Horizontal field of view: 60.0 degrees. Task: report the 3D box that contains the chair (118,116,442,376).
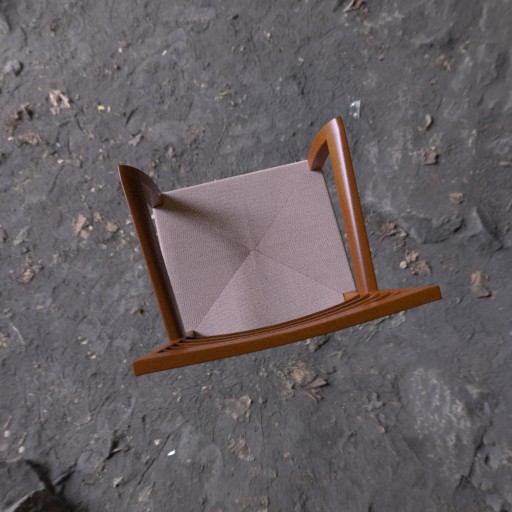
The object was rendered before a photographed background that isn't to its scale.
[{"bbox_3d":[0.000,0.000,1.240,0.587,0.855,0.540,-14,76,-3],"label":"chair"}]
